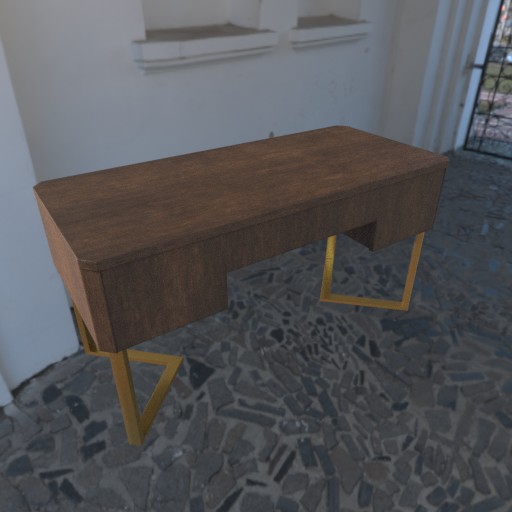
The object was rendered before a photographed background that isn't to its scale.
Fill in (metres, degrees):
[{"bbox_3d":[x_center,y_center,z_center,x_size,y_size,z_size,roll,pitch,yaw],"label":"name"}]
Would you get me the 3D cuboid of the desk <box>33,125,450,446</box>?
[{"bbox_3d":[0.000,0.000,1.875,1.479,0.762,0.684,-19,35,-29],"label":"desk"}]
